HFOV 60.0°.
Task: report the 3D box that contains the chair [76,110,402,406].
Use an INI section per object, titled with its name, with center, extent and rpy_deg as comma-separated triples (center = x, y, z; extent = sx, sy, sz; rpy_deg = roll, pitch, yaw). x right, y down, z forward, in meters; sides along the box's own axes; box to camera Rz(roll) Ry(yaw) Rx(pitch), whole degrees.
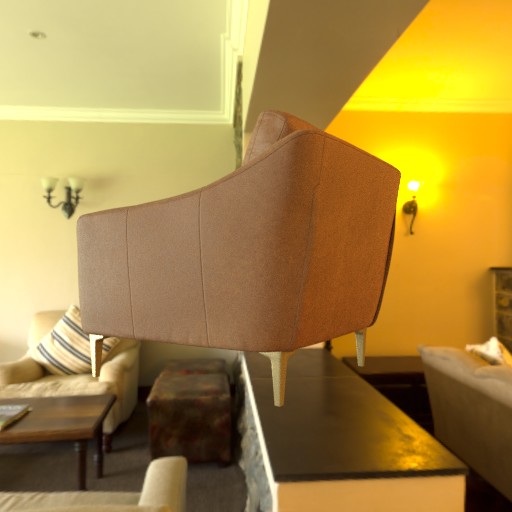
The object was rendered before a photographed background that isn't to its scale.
[chair]
center = 0.000, 0.000, 1.747
extent = 0.963, 0.895, 0.988
rpy_deg = 0, -1, 36
